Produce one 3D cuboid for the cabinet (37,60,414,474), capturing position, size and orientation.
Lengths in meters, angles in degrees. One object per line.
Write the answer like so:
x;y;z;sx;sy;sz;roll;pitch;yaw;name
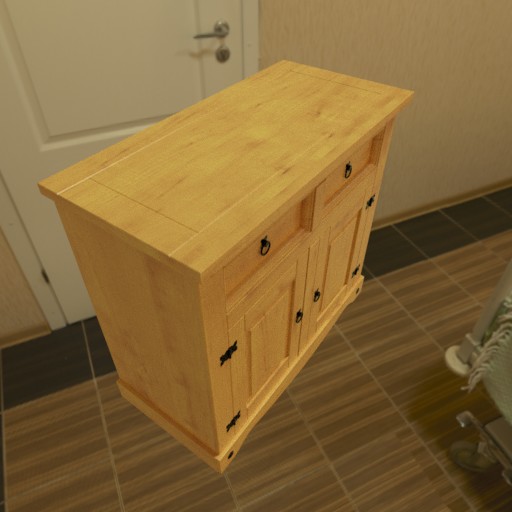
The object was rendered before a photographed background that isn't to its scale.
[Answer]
0.000;0.000;1.376;0.450;0.840;0.920;26;48;26;cabinet
